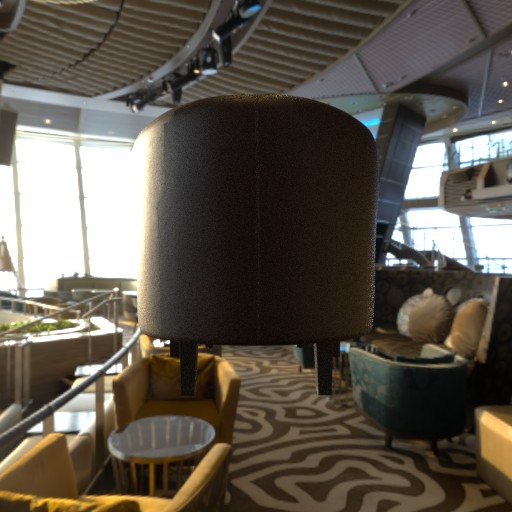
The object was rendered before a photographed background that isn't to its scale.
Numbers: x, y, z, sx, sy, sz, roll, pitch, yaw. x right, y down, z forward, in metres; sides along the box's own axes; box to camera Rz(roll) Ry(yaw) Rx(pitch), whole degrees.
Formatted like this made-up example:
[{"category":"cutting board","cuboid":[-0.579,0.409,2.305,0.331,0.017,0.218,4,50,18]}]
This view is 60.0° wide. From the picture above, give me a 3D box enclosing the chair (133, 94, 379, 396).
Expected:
[{"category":"chair","cuboid":[0.000,0.000,1.599,0.737,0.755,1.176,0,0,-1]}]
